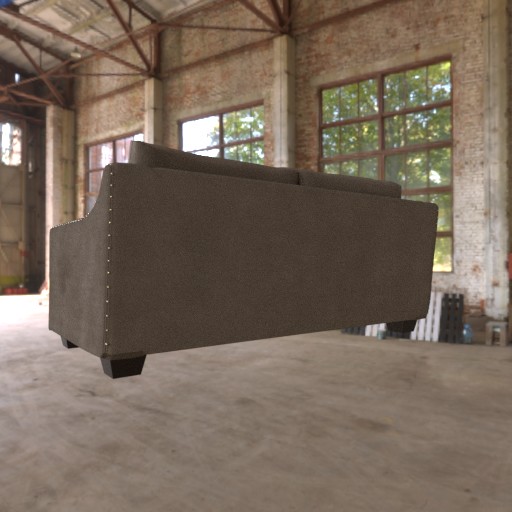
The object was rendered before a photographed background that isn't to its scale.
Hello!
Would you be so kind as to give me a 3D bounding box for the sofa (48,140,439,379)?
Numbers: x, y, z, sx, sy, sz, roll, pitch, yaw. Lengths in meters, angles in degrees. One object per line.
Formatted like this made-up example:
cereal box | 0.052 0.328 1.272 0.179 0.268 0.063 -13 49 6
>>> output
sofa | 0.000 0.000 3.223 2.550 1.196 1.336 0 -1 -36
